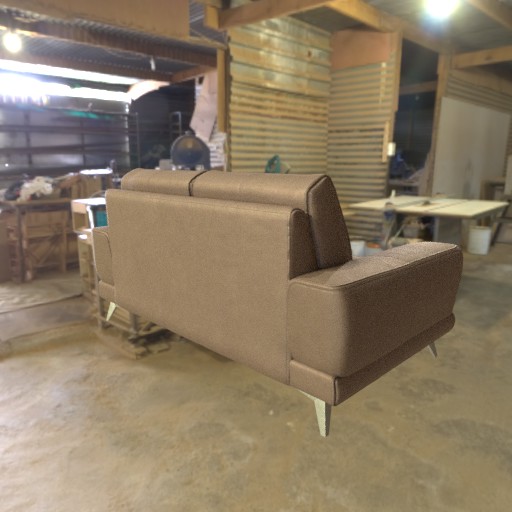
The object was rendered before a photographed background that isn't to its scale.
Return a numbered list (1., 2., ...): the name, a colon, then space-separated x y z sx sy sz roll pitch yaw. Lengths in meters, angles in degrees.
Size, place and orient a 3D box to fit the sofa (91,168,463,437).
1. sofa: 0.000 0.000 2.351 1.018 0.907 1.806 -12 17 -44
